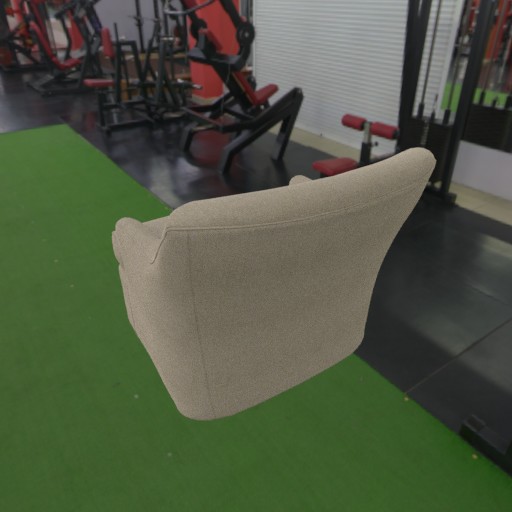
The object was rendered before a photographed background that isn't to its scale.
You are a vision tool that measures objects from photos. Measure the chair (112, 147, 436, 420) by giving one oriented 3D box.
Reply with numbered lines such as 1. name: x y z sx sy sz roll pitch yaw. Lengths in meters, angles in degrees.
1. chair: 0.000 0.000 1.557 0.864 0.856 0.923 -18 36 -28
